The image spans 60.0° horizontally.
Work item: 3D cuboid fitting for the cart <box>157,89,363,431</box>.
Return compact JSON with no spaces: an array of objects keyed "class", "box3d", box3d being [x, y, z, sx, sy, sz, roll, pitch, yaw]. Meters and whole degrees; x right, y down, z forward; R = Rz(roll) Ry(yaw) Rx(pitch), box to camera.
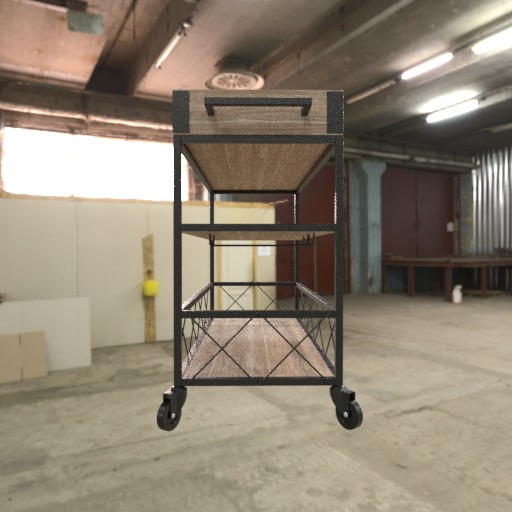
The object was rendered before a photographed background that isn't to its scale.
[{"class":"cart","box3d":[0.000,0.000,1.510,0.500,0.787,1.101,0,1,-1]}]
